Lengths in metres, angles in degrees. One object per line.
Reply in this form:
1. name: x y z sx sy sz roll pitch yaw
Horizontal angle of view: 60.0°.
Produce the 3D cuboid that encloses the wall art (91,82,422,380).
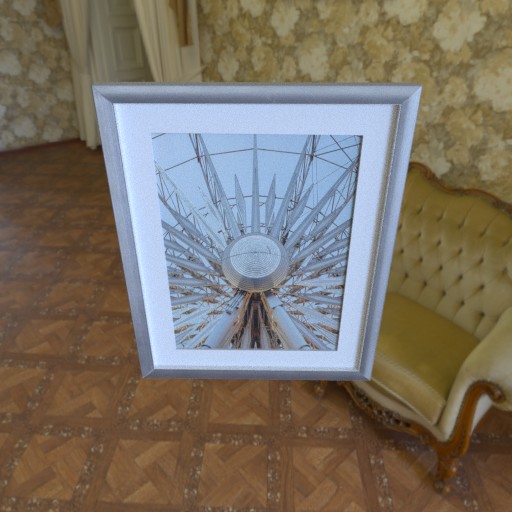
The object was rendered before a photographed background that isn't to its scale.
1. wall art: 0.000 0.000 0.761 0.458 0.558 0.029 0 30 1
